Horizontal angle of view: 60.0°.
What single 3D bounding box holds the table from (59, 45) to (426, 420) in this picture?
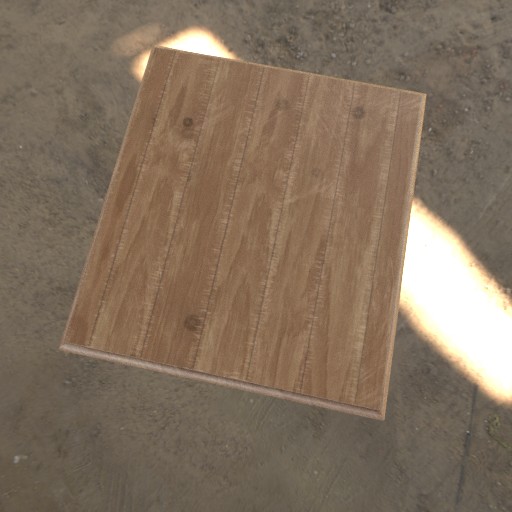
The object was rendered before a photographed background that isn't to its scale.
[{"bbox_3d":[0.000,0.000,0.927,0.457,0.561,0.508,11,76,3],"label":"table"}]
